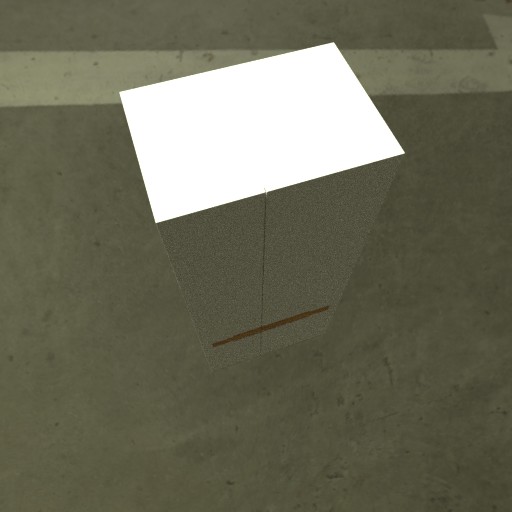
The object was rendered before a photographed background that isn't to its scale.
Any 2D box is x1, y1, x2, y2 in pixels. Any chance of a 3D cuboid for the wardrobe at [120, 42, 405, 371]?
[{"bbox_3d":[0.000,0.000,2.470,0.860,2.040,0.600,-17,63,-9],"label":"wardrobe"}]
